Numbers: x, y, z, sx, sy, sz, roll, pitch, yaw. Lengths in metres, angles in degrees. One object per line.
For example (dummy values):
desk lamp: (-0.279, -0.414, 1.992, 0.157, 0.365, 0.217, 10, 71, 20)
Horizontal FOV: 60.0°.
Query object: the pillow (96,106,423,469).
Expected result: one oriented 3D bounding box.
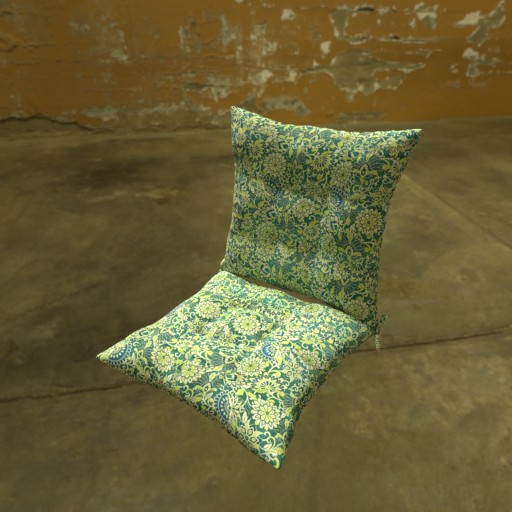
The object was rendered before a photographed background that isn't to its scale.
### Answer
pillow: (0.000, 0.000, 1.000, 0.541, 0.536, 0.585, 19, 34, 30)
